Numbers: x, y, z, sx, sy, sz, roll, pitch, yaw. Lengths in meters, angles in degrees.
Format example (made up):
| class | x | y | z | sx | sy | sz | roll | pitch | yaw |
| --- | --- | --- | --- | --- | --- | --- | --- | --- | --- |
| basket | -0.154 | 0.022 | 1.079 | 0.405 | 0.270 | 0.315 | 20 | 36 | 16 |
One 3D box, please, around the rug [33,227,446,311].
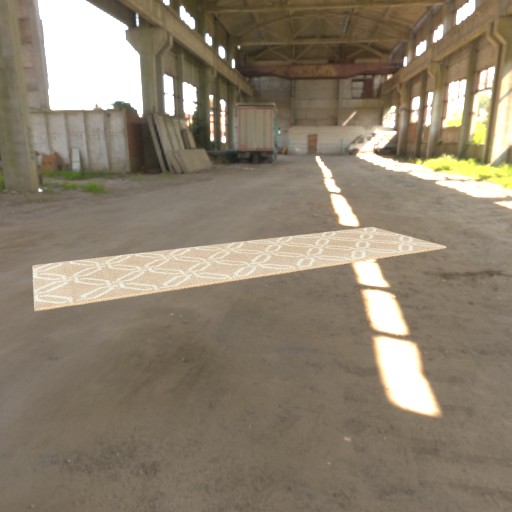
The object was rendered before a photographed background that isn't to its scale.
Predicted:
| class | x | y | z | sx | sy | sz | roll | pitch | yaw |
| --- | --- | --- | --- | --- | --- | --- | --- | --- | --- |
| rug | 0.000 | 0.000 | 2.516 | 2.276 | 0.014 | 0.678 | -7 | 17 | -26 |
